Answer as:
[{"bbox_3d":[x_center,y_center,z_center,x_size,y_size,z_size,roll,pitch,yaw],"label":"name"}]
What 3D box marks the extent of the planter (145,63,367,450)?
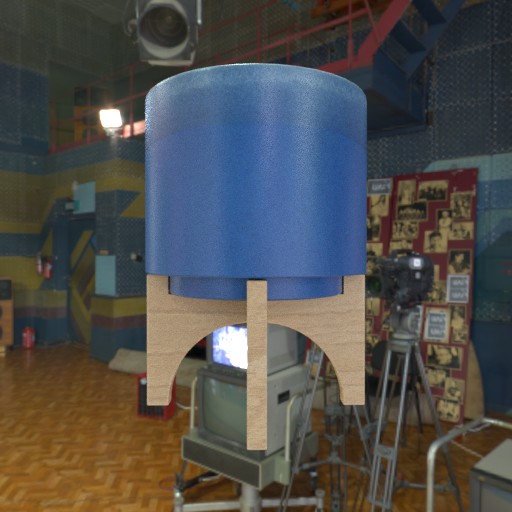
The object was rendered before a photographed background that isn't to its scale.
[{"bbox_3d":[0.000,0.000,0.397,0.192,0.263,0.192,0,0,0],"label":"planter"}]
